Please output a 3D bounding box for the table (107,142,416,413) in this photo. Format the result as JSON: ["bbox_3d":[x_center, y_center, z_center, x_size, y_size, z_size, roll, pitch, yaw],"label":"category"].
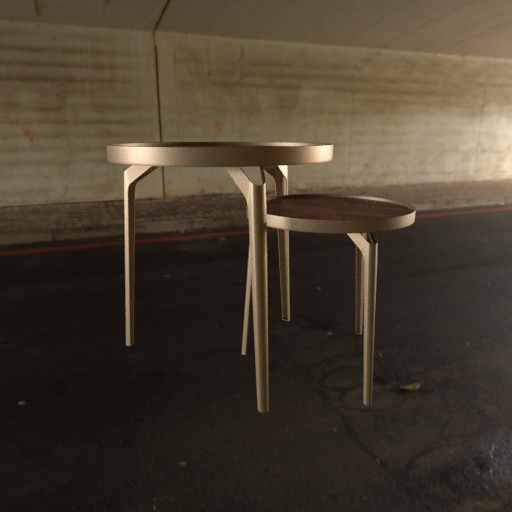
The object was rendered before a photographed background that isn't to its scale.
[{"bbox_3d":[0.000,0.000,1.132,0.751,0.555,0.532,3,16,9],"label":"table"}]
